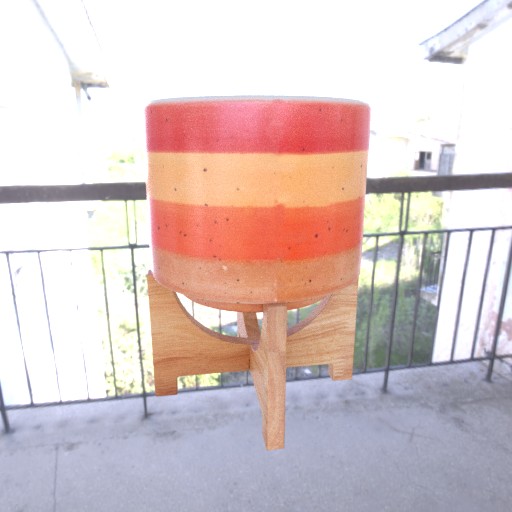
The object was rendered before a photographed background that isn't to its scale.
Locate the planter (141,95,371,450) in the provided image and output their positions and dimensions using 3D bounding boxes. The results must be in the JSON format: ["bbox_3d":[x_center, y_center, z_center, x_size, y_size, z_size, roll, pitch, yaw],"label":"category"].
[{"bbox_3d":[0.000,0.000,0.412,0.199,0.268,0.199,0,16,0],"label":"planter"}]
